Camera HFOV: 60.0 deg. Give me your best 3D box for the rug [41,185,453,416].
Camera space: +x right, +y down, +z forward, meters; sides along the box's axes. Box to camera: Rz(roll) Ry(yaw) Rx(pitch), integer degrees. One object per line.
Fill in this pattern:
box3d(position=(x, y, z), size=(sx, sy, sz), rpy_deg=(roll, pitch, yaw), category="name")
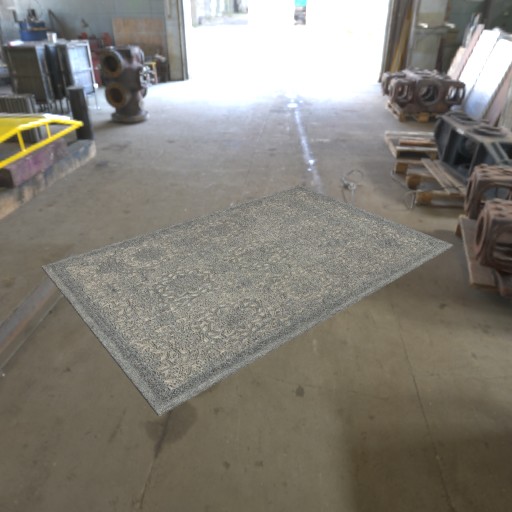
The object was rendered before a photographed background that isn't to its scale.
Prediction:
box3d(position=(0.000, 0.000, 2.343), size=(1.819, 0.012, 1.208), rpy_deg=(-22, 36, -34), category="rug")
